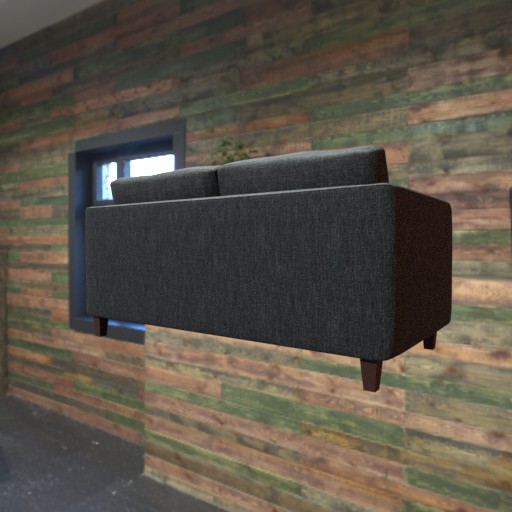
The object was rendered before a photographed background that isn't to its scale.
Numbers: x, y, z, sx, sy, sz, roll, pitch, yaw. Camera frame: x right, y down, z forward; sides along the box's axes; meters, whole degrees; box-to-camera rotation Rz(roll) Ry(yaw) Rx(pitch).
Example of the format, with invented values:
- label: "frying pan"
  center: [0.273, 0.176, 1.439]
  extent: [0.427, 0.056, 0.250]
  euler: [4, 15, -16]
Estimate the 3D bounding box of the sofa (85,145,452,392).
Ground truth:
- label: "sofa"
  center: [0.000, 0.000, 2.472]
  extent: [1.884, 0.963, 0.950]
  euler: [1, 2, 36]
